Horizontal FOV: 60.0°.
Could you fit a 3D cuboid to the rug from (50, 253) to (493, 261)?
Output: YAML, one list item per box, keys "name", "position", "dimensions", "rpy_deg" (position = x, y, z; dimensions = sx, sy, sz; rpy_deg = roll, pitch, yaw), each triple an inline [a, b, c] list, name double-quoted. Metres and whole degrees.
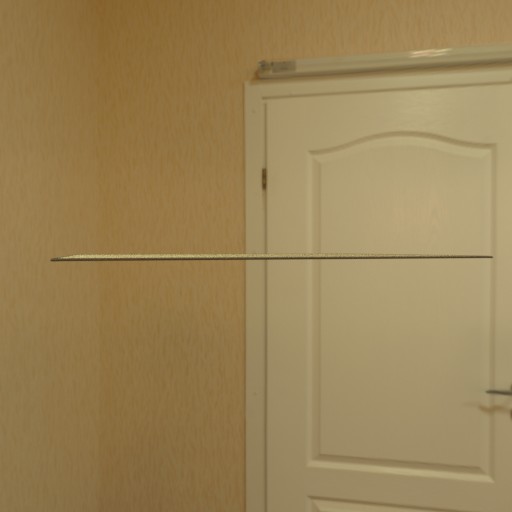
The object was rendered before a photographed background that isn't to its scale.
- name: "rug"
  position: [0.000, 0.000, 2.709]
  dimensions: [2.133, 0.012, 1.523]
  rpy_deg: [0, 1, -19]
